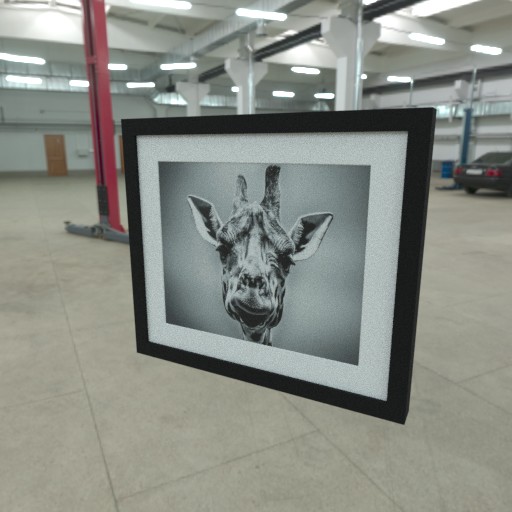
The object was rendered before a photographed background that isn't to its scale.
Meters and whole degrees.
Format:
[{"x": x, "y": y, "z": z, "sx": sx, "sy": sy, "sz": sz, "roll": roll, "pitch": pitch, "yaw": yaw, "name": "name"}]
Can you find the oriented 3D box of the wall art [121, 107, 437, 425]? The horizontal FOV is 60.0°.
[{"x": 0.000, "y": 0.000, "z": 0.543, "sx": 0.381, "sy": 0.330, "sz": 0.031, "roll": 7, "pitch": 15, "yaw": 27, "name": "wall art"}]
